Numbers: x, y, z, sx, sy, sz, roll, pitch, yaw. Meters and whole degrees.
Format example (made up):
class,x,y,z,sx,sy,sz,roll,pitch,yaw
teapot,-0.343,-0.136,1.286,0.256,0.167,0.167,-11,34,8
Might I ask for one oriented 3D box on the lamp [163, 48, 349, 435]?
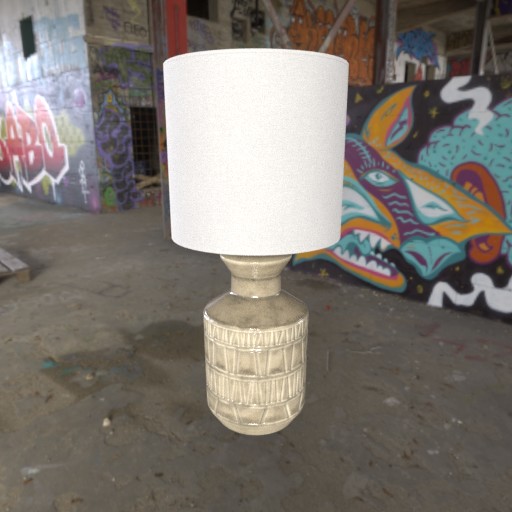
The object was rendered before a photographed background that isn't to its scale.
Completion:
class,x,y,z,sx,sy,sz,roll,pitch,yaw
lamp,0.000,0.000,0.572,0.211,0.455,0.211,-7,16,-26
